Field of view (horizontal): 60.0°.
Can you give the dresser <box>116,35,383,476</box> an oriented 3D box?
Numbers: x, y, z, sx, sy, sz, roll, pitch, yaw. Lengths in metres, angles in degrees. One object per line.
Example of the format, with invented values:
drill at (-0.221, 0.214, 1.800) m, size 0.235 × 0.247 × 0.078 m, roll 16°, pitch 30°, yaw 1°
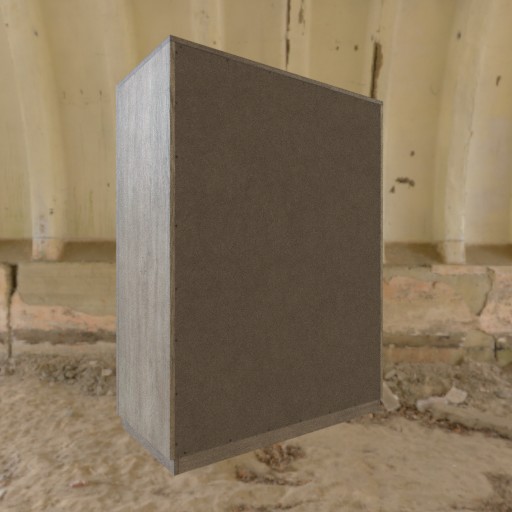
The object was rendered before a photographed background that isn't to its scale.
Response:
dresser at (0.000, 0.000, 1.774) m, size 0.967 × 1.295 × 0.483 m, roll 0°, pitch 0°, yaw -36°
